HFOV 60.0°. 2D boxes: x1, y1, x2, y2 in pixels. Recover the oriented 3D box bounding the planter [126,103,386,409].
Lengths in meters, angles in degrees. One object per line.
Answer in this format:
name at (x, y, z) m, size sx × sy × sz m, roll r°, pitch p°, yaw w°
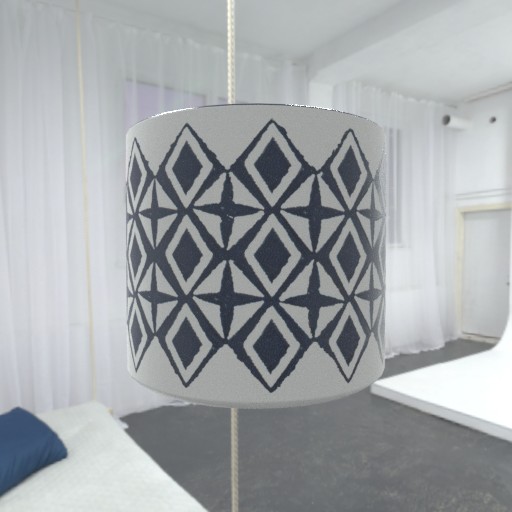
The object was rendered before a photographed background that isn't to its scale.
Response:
planter at (0.000, 0.000, 0.323) m, size 0.182 × 0.165 × 0.182 m, roll 0°, pitch 1°, yaw 0°
